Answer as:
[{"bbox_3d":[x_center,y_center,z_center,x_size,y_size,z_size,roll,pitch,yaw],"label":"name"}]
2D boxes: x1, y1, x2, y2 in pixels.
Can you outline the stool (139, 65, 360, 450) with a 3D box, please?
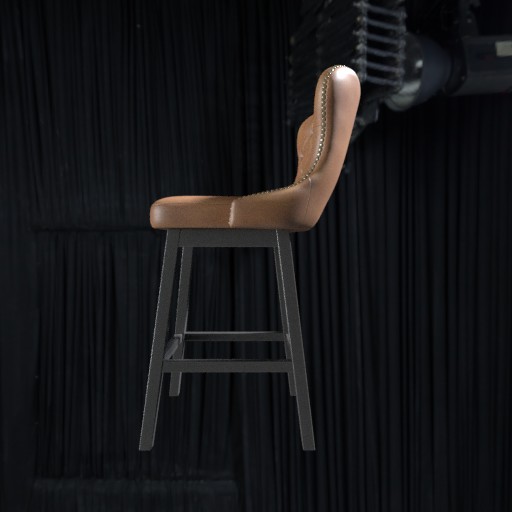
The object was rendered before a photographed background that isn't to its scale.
[{"bbox_3d":[0.000,0.000,1.320,0.593,0.971,0.528,0,2,0],"label":"stool"}]
